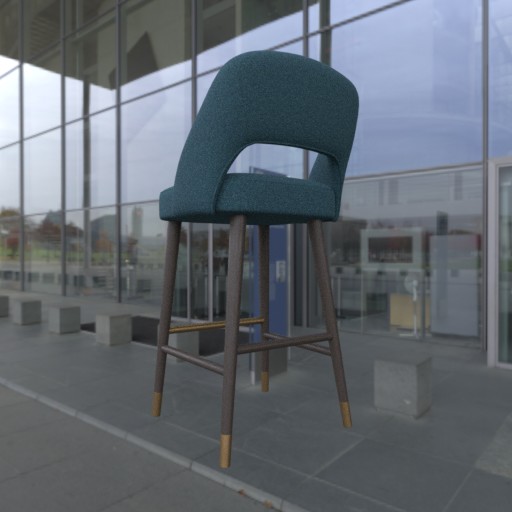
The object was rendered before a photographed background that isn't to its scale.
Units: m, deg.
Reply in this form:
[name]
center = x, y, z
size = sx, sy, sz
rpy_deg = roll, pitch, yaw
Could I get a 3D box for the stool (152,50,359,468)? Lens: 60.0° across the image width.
[stool]
center = 0.000, 0.000, 1.353
size = 0.536, 1.032, 0.522
rpy_deg = 0, 0, -36
